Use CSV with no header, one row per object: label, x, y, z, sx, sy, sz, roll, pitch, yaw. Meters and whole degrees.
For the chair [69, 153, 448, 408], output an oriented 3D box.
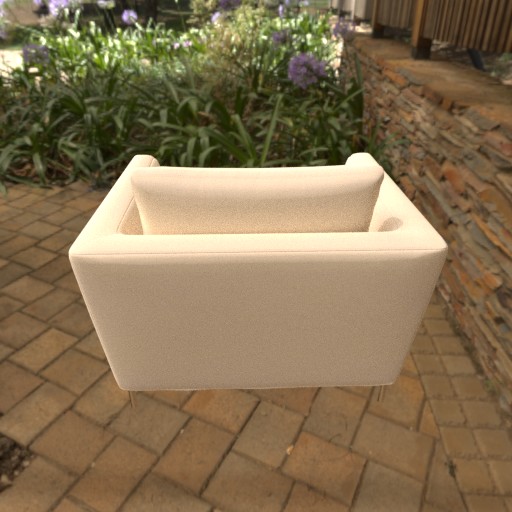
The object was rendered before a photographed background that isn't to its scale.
chair,0.000,0.000,1.668,1.041,0.865,0.889,-1,30,-1
